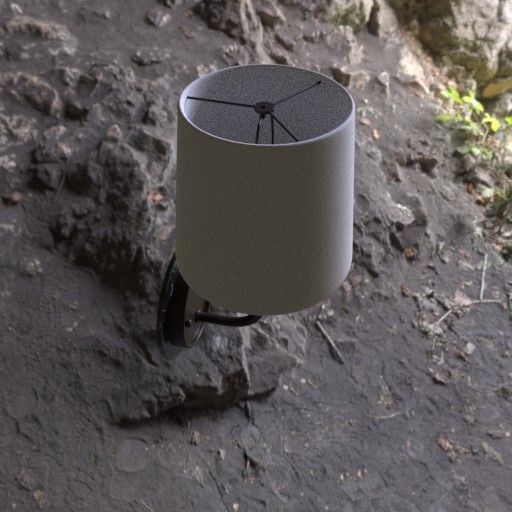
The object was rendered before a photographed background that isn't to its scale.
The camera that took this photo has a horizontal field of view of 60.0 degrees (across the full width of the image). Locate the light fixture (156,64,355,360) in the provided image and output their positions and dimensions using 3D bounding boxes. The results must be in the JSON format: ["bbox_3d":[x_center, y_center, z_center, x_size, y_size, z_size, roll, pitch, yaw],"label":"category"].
[{"bbox_3d":[0.000,0.000,0.449,0.188,0.337,0.168,9,47,9],"label":"light fixture"}]
